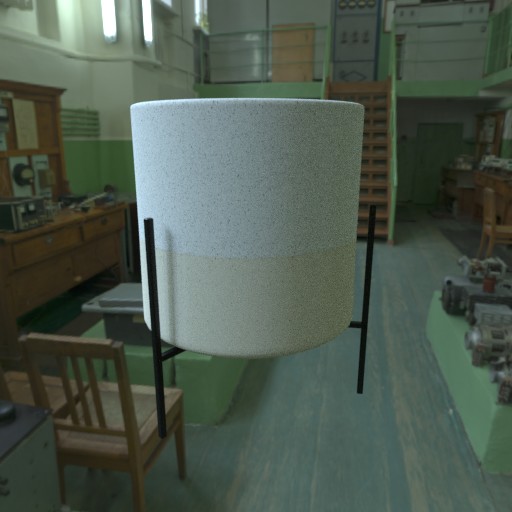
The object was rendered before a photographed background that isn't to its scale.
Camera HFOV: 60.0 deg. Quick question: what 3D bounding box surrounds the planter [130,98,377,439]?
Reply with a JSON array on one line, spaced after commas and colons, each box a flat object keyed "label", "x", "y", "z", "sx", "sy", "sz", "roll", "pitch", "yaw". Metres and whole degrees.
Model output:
[{"label": "planter", "x": 0.000, "y": 0.000, "z": 0.657, "sx": 0.335, "sy": 0.423, "sz": 0.313, "roll": 3, "pitch": 16, "yaw": 9}]
